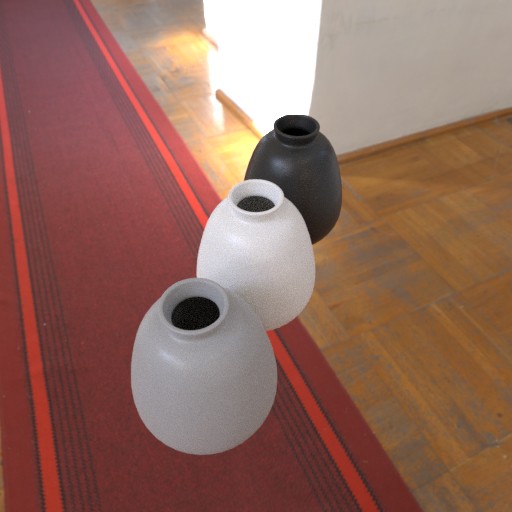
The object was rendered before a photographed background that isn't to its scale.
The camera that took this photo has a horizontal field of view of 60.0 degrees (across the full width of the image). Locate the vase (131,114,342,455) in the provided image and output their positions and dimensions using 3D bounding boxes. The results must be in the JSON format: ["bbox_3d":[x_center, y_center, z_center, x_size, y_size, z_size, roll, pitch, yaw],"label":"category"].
[{"bbox_3d":[0.000,0.000,0.352,0.097,0.122,0.297,15,48,14],"label":"vase"}]
